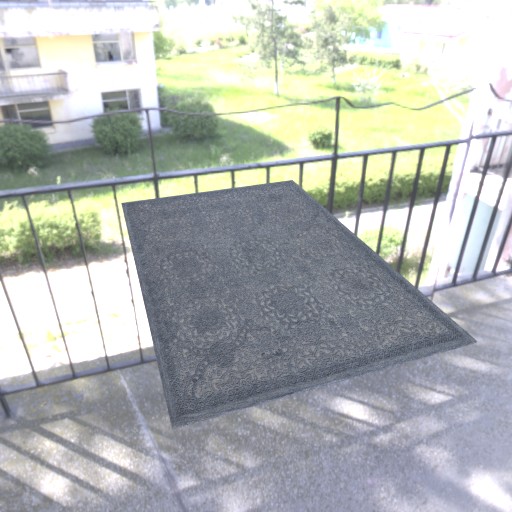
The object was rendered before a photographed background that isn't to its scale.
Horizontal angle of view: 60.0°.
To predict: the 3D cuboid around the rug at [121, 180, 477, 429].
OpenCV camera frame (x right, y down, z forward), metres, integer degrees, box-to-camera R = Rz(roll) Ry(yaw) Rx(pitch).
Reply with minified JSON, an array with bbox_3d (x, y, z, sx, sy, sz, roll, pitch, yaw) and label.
[{"bbox_3d":[0.000,0.000,2.313,1.208,0.012,1.819,-10,33,-17],"label":"rug"}]
